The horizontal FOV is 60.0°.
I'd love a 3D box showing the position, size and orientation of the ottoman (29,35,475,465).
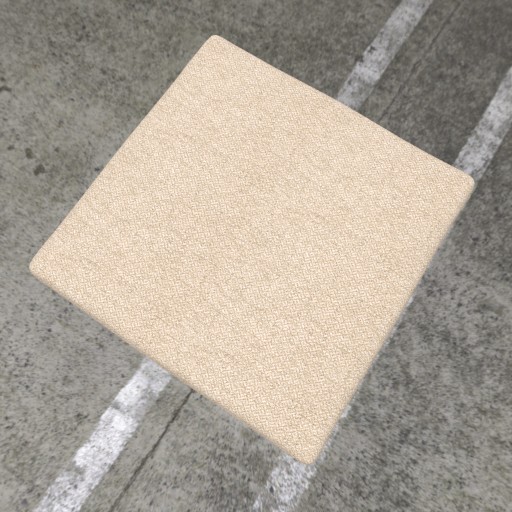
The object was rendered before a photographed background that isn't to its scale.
[{"bbox_3d":[0.000,0.000,0.857,0.508,0.432,0.508,32,78,8],"label":"ottoman"}]
